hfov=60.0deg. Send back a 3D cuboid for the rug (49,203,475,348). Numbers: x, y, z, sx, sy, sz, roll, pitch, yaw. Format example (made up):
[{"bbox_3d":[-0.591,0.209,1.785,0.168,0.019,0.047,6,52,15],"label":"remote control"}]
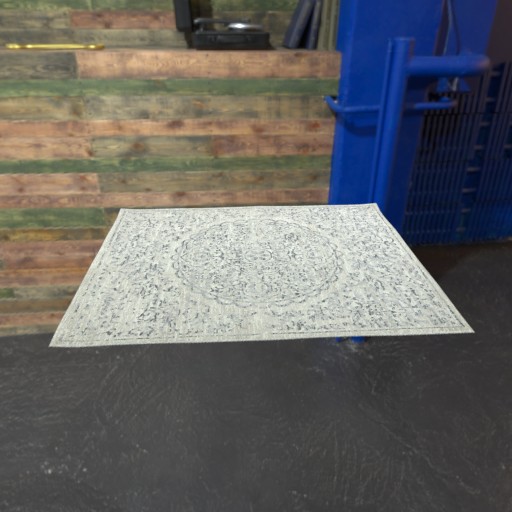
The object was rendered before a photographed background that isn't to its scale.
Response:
[{"bbox_3d":[0.000,0.000,4.033,2.925,0.026,2.343,-2,29,-3],"label":"rug"}]
